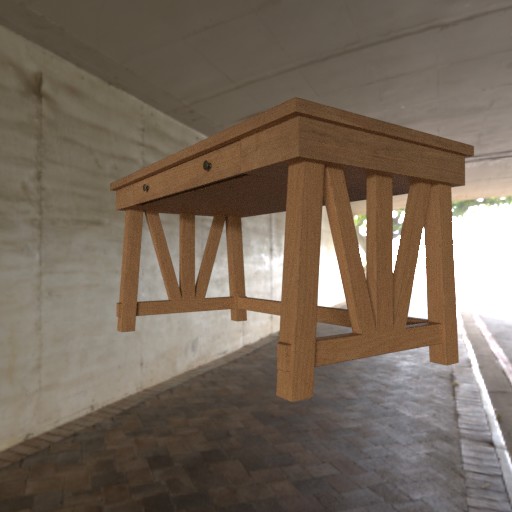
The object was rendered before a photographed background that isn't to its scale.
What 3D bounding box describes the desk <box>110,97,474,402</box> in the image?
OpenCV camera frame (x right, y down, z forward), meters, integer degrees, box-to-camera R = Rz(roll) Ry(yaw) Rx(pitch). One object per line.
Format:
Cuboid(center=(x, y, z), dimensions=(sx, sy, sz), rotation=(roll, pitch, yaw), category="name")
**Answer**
Cuboid(center=(0.000, 0.000, 1.927), dimensions=(0.813, 0.762, 1.499), rotation=(0, -1, -35), category="desk")
